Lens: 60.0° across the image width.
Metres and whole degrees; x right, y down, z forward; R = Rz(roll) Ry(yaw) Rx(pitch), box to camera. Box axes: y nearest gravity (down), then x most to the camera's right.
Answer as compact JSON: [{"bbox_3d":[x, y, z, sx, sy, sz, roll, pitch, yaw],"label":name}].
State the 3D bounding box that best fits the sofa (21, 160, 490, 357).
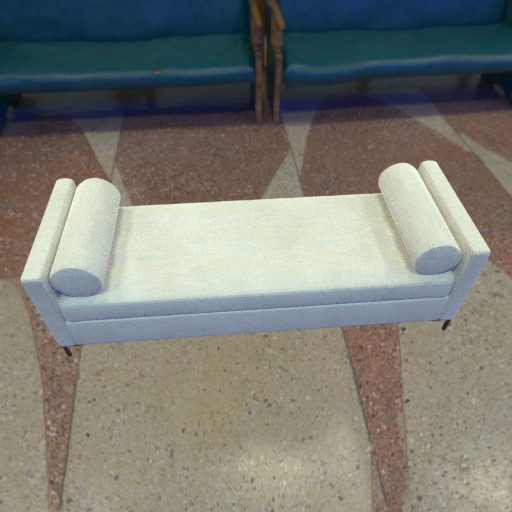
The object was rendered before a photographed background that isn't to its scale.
[{"bbox_3d":[0.000,0.000,2.294,1.981,0.635,0.686,-3,47,-3],"label":"sofa"}]
